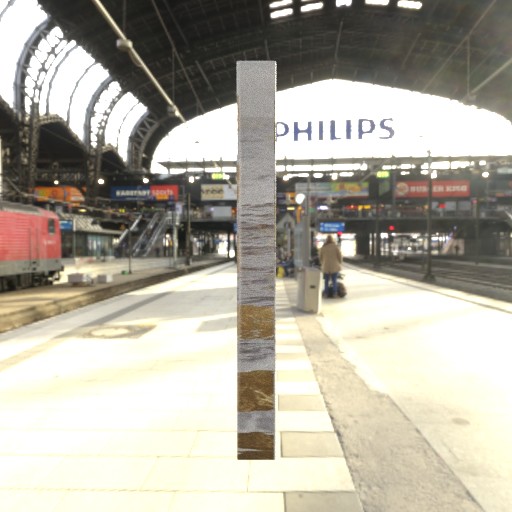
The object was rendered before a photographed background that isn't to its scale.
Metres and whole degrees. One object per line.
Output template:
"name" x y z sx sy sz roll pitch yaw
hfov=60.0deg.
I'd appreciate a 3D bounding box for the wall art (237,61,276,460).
"wall art" 0.000 0.000 0.754 0.041 0.407 0.606 0 1 0
